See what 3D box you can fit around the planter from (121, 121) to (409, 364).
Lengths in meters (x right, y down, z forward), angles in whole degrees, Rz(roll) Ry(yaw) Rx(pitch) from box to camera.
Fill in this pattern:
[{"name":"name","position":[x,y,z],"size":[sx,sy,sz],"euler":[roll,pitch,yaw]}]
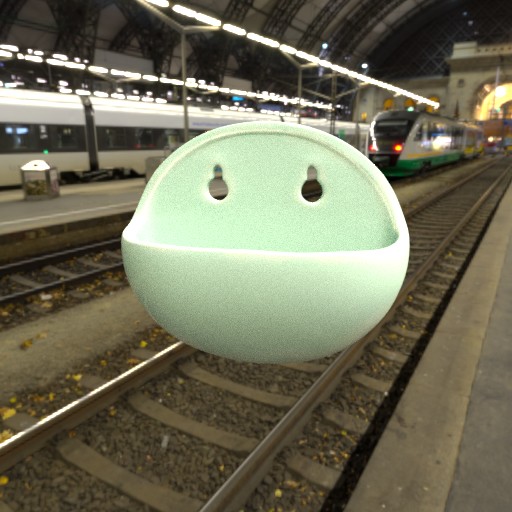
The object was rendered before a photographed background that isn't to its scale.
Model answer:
[{"name":"planter","position":[0.000,0.000,0.276],"size":[0.189,0.164,0.073],"euler":[2,15,10]}]
